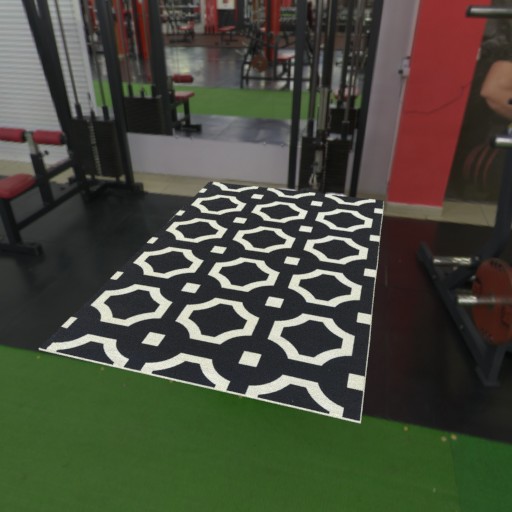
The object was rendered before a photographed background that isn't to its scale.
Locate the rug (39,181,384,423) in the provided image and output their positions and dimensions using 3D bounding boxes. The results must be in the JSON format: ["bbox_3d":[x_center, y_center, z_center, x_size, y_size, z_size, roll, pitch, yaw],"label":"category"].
[{"bbox_3d":[0.000,0.000,2.925,1.555,0.016,2.286,8,32,14],"label":"rug"}]
